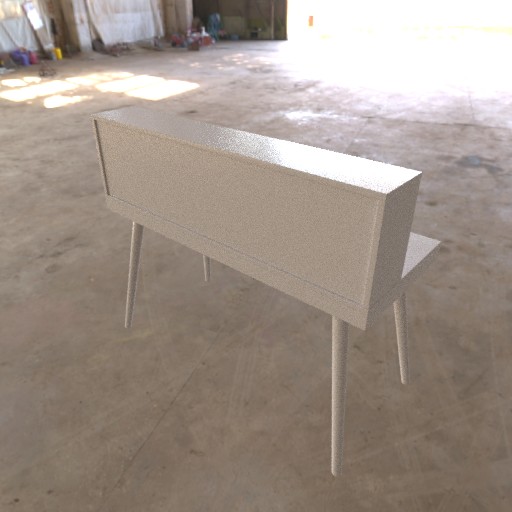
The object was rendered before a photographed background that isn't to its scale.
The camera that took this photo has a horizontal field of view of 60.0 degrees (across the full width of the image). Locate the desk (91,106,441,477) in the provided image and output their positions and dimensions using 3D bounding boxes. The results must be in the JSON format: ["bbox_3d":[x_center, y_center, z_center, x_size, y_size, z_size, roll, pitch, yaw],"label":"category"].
[{"bbox_3d":[0.000,0.000,1.728,1.199,0.990,0.559,23,37,34],"label":"desk"}]
